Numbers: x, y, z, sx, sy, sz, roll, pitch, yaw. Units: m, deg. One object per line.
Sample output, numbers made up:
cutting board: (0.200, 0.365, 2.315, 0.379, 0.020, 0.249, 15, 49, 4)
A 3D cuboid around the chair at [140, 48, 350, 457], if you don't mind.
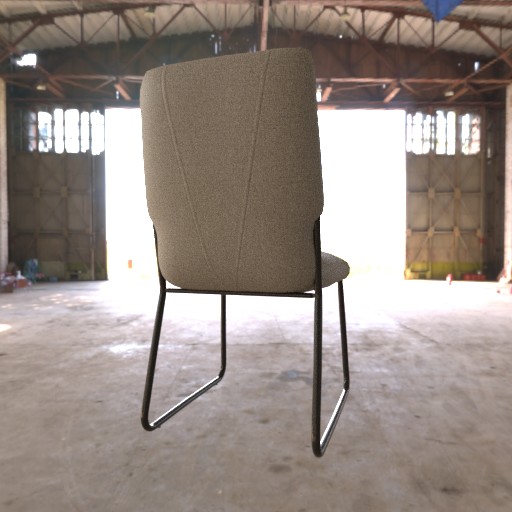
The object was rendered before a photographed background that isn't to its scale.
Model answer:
chair: (0.000, 0.000, 1.184, 0.448, 0.864, 0.560, 0, 1, 19)
